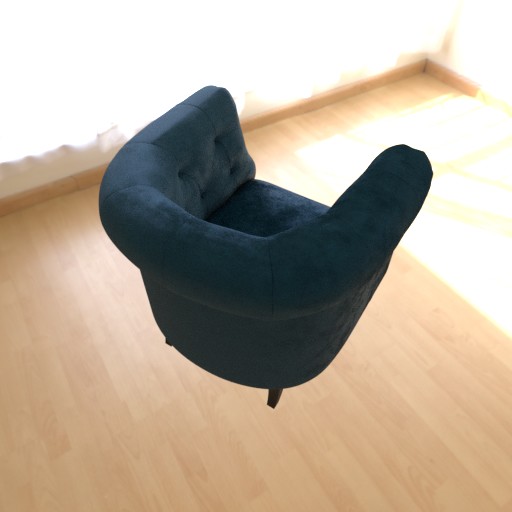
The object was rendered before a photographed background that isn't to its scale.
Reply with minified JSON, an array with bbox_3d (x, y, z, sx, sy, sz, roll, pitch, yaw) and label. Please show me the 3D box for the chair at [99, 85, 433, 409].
[{"bbox_3d":[0.000,0.000,1.561,0.904,0.826,0.851,25,52,21],"label":"chair"}]
